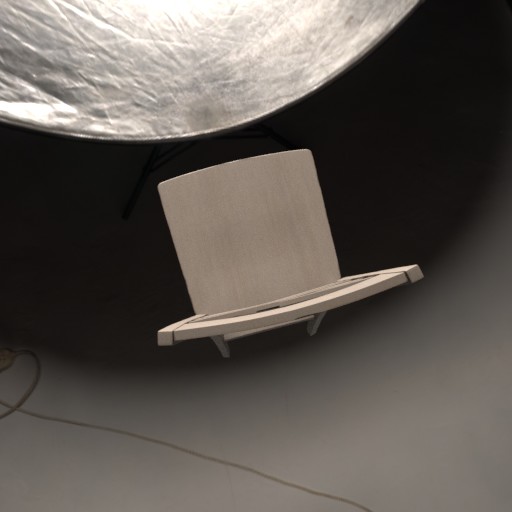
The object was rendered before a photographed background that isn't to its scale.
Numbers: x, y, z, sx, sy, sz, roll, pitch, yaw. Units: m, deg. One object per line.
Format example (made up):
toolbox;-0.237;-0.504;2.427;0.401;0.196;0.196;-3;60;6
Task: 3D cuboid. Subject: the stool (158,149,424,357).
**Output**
stool;0.000;0.000;1.322;0.462;1.079;0.539;-14;75;-4
